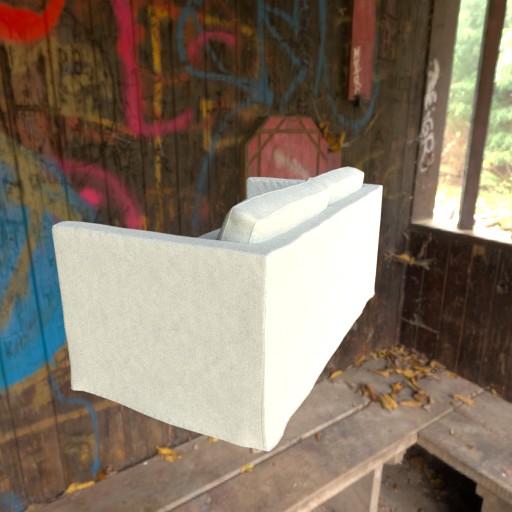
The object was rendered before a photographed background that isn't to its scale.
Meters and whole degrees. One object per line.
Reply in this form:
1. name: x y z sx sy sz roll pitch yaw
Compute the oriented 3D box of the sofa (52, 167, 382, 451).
1. sofa: 0.000 0.000 2.298 0.944 0.830 1.727 8 19 25
